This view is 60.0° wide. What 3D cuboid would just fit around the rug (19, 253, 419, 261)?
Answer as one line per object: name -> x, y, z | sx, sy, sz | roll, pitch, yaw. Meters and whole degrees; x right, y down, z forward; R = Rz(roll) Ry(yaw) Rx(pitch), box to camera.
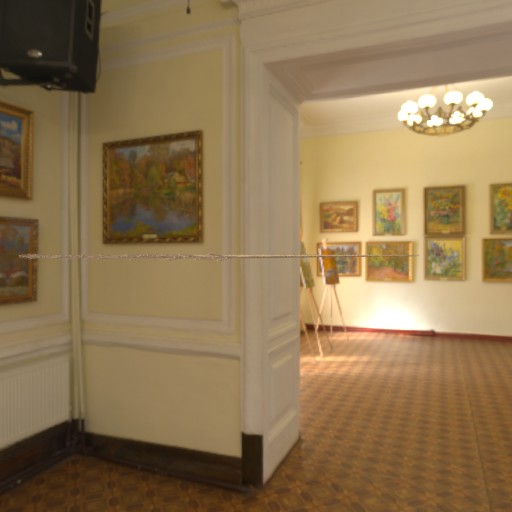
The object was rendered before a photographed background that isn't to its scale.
rug -> 0.000, 0.000, 3.078 | 1.528, 0.034, 2.523 | 0, 0, 36
